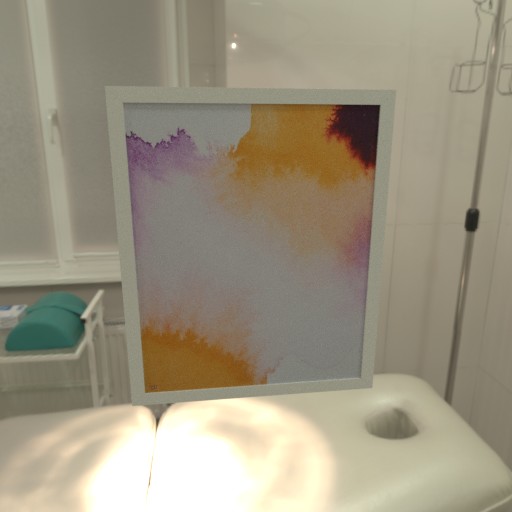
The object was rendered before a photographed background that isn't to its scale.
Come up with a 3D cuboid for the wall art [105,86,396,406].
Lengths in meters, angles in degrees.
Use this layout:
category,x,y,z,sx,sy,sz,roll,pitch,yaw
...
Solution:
category,x,y,z,sx,sy,sz,roll,pitch,yaw
wall art,0.000,0.000,0.643,0.382,0.456,0.013,-2,16,-7
